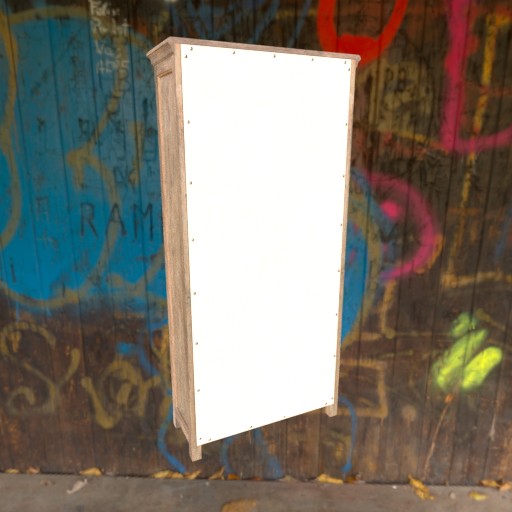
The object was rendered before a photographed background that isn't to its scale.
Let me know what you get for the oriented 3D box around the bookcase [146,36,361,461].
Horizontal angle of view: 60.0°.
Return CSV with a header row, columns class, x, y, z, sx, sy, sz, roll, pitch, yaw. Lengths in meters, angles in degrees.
class,x,y,z,sx,sy,sz,roll,pitch,yaw
bookcase,0.000,0.000,2.231,0.906,1.880,0.348,-7,17,-25
